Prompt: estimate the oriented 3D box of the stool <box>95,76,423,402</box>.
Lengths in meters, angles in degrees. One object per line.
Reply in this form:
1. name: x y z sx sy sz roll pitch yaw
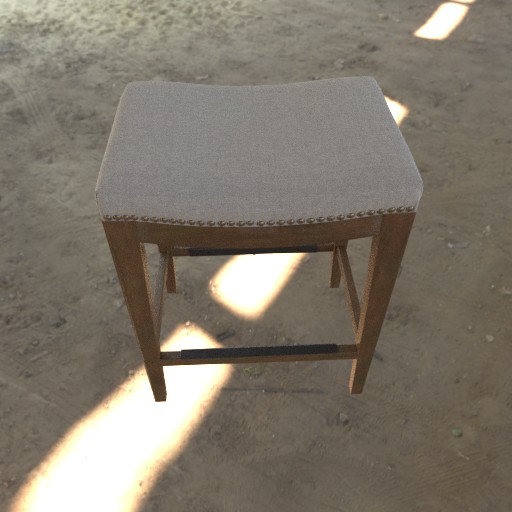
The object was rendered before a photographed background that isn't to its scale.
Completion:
1. stool: 0.000 0.000 0.965 0.508 0.660 0.356 -2 48 -2
